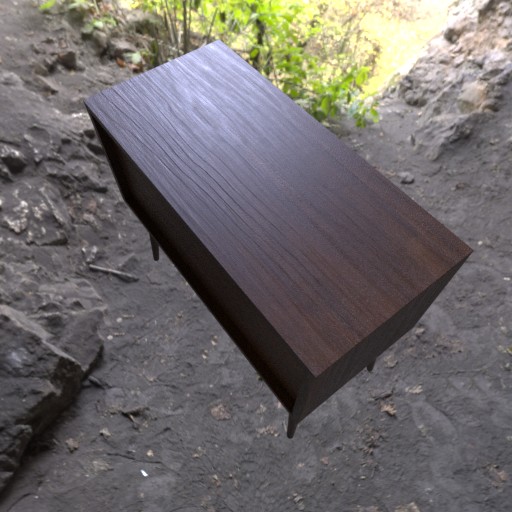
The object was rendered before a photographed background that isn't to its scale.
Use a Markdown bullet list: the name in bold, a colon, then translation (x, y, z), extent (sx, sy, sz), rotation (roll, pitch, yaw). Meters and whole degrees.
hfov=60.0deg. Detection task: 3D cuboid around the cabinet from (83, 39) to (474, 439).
- **cabinet**: translation (0.000, 0.000, 1.119), extent (0.354, 0.654, 0.743), rotation (-33, 64, -18)
